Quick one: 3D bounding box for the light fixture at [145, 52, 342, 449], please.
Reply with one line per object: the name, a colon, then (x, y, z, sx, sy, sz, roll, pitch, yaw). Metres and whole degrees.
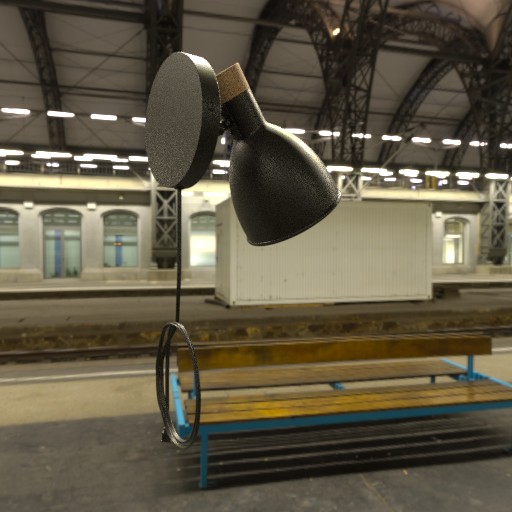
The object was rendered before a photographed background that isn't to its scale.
light fixture: (0.000, 0.000, 0.485, 0.203, 0.401, 0.127, -1, 1, -36)
